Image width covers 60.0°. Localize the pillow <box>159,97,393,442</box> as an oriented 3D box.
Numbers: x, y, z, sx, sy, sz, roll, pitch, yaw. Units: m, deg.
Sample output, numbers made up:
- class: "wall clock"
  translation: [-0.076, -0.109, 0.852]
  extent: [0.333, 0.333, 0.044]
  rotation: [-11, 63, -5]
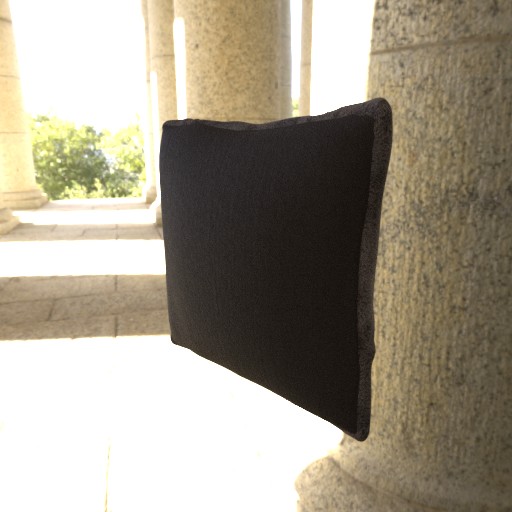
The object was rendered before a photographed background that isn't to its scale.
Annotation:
- class: "pillow"
  translation: [0.000, 0.000, 0.818]
  extent: [0.522, 0.520, 0.204]
  rotation: [14, 20, 43]
